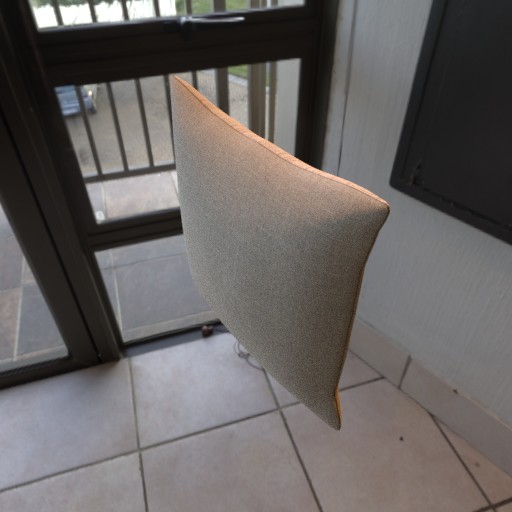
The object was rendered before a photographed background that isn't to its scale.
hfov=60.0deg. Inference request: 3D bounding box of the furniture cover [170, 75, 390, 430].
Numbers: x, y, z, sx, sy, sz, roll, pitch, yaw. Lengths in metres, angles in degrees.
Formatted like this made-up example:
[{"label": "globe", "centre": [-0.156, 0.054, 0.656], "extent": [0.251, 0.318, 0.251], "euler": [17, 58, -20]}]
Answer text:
[{"label": "furniture cover", "centre": [0.000, 0.000, 0.804], "extent": [0.178, 0.506, 0.512], "euler": [-26, 48, -26]}]
